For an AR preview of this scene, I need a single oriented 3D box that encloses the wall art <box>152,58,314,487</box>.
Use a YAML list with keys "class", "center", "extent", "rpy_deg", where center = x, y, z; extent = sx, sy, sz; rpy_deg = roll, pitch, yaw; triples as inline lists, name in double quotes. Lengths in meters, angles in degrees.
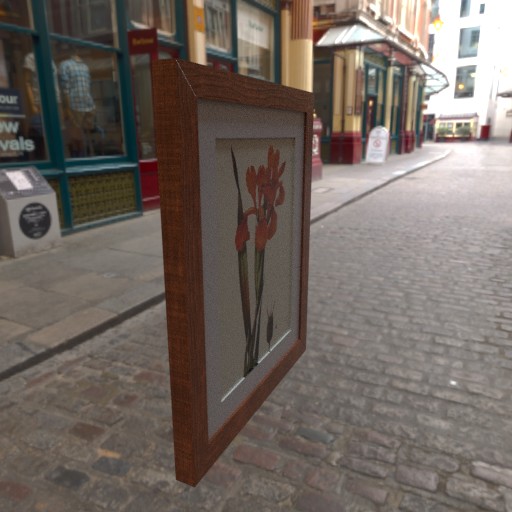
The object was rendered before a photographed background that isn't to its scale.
- class: "wall art"
  center: [0.000, 0.000, 0.768]
  extent: [0.033, 0.567, 0.467]
  rpy_deg: [7, 17, 25]
